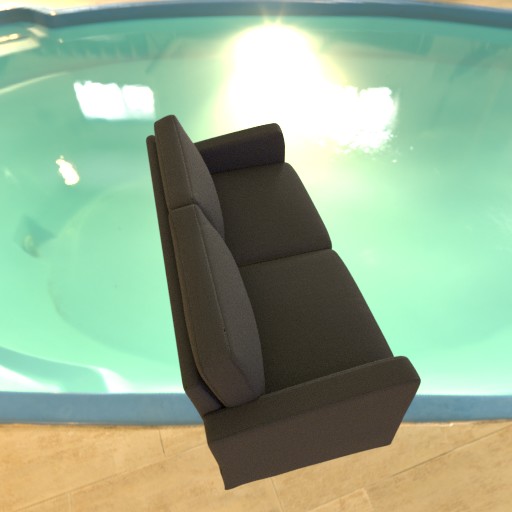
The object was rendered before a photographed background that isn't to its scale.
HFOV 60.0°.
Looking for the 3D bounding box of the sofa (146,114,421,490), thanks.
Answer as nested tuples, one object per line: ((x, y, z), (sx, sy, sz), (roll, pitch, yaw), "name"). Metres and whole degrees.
((0.000, 0.000, 2.272), (0.898, 0.839, 1.852), (-10, 47, -10), "sofa")
